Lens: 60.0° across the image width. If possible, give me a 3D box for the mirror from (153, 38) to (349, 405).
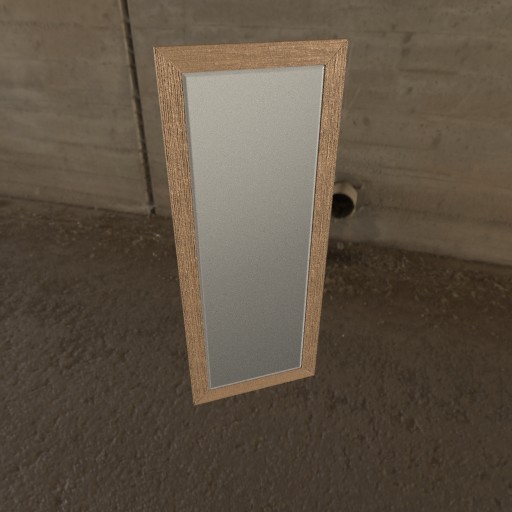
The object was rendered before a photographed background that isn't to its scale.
[{"bbox_3d":[0.000,0.000,2.325,0.812,2.031,0.026,-10,34,-15],"label":"mirror"}]
